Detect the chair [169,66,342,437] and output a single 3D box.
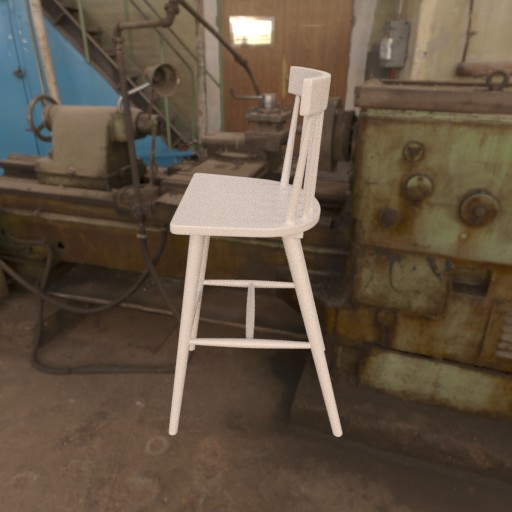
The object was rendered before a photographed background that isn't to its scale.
[{"bbox_3d":[0.000,0.000,1.417,0.572,1.092,0.483,0,26,0],"label":"chair"}]
